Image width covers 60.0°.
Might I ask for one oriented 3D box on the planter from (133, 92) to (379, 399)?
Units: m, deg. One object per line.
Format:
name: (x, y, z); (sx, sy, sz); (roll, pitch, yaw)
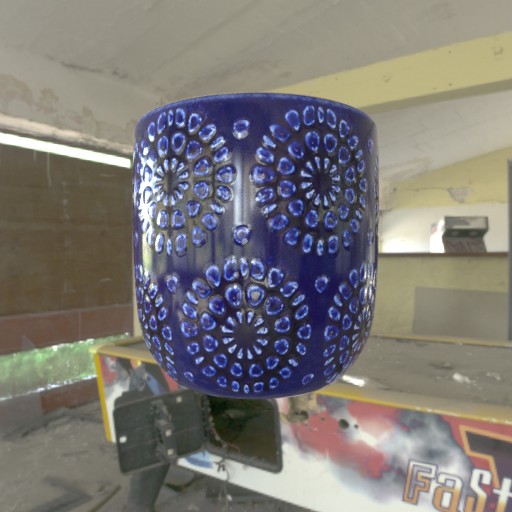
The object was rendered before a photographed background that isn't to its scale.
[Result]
planter: (0.000, 0.000, 0.204); (0.109, 0.112, 0.109); (0, -1, 0)
